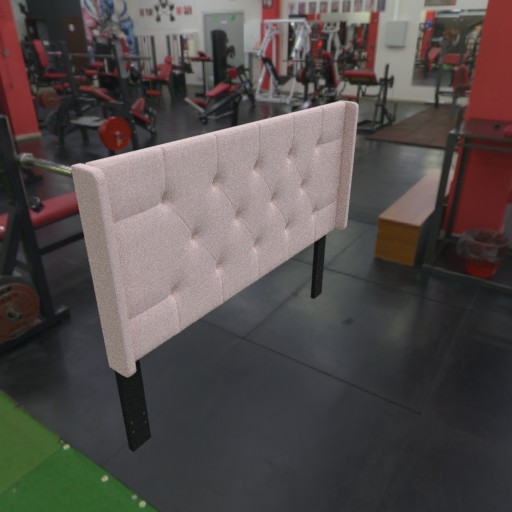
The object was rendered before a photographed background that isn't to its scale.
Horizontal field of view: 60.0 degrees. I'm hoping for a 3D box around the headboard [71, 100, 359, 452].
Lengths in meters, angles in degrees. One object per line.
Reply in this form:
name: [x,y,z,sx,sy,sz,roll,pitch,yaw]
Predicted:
headboard: [0.000,0.000,2.620,0.184,1.524,2.051,19,33,33]
